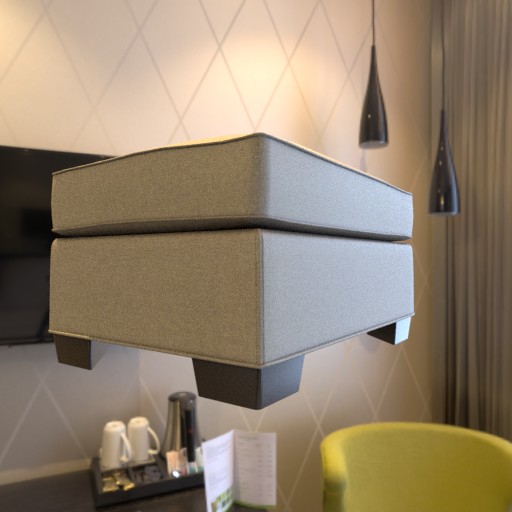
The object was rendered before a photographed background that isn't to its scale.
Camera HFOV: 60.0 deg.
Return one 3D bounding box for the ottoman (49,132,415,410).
[{"bbox_3d":[0.000,0.000,1.203,0.619,0.504,0.843,0,-1,35],"label":"ottoman"}]
